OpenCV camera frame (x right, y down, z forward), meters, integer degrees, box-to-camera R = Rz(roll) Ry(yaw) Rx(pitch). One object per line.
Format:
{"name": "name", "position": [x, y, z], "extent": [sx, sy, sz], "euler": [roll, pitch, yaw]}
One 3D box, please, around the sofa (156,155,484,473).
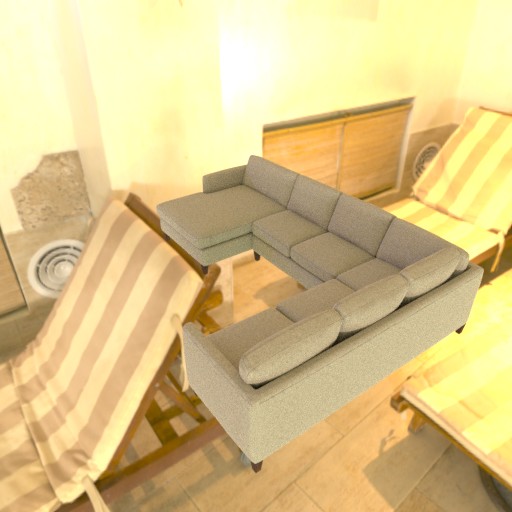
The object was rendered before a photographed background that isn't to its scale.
{"name": "sofa", "position": [0.000, 0.000, 4.601], "extent": [2.593, 0.959, 3.460], "euler": [-21, 37, -30]}
